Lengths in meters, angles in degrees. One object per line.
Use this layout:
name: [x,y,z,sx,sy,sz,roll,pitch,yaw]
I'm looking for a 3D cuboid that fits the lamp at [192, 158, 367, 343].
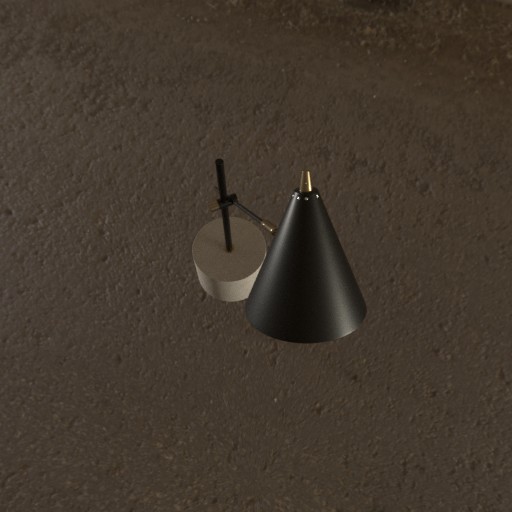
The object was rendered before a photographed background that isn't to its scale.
lamp: [0.000,0.000,0.724,0.214,0.518,0.403,-12,64,-6]
